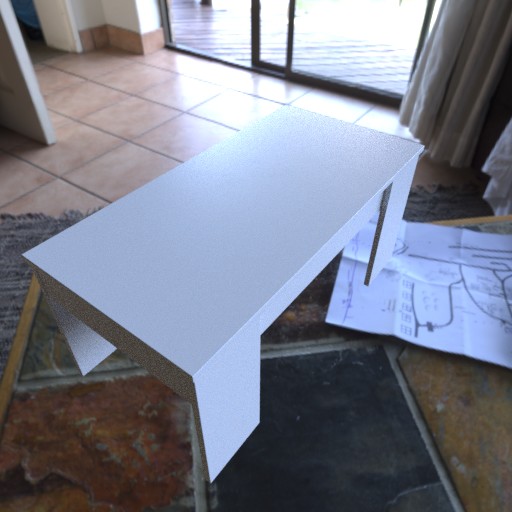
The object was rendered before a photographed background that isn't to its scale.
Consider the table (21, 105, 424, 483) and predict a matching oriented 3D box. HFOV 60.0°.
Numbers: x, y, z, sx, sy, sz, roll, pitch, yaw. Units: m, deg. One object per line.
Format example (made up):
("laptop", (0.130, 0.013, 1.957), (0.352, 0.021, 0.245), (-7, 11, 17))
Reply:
("table", (0.000, 0.000, 1.275), (0.500, 0.440, 1.000), (27, 48, 27))
